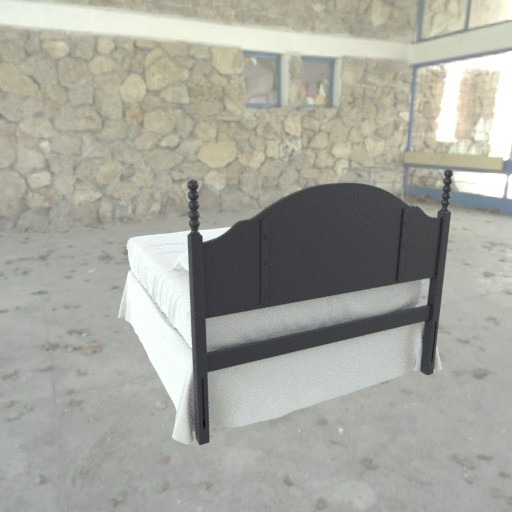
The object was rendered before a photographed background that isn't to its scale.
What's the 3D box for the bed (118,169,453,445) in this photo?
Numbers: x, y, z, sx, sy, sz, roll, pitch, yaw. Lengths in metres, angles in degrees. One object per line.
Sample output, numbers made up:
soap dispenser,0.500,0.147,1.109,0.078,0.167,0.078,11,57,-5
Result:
bed,0.000,0.000,3.339,1.873,1.356,2.040,-7,16,-25
